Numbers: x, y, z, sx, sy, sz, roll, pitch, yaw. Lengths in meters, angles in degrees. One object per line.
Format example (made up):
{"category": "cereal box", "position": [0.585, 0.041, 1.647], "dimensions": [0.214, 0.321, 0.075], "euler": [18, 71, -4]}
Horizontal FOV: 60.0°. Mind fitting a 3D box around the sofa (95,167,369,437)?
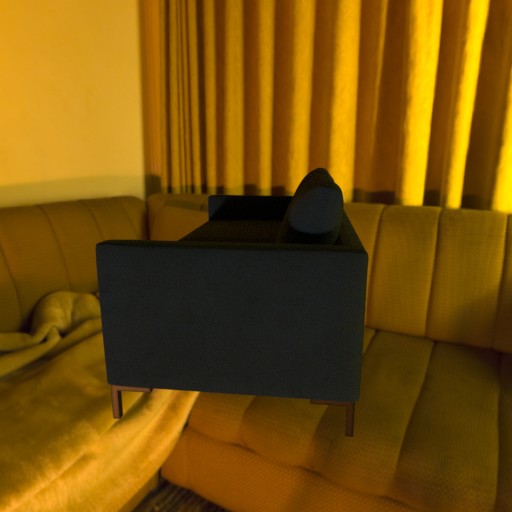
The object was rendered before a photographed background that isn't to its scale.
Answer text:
{"category": "sofa", "position": [0.000, 0.000, 2.182], "dimensions": [0.875, 0.817, 1.676], "euler": [2, 13, 7]}
